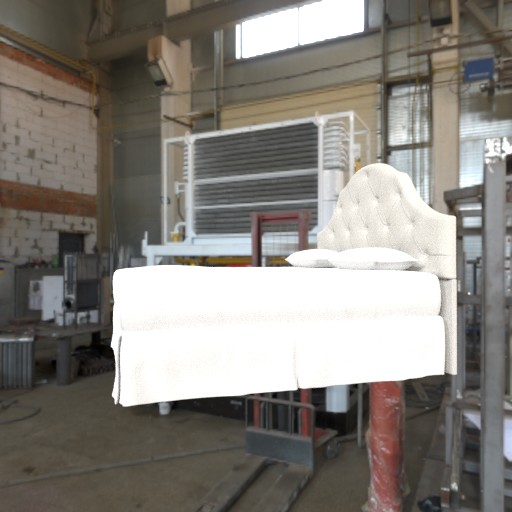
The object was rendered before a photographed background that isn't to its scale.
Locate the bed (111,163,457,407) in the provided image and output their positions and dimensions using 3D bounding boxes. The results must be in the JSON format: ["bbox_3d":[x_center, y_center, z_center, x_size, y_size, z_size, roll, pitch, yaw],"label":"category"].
[{"bbox_3d":[0.000,0.000,3.575,2.214,1.615,2.008,0,0,-18],"label":"bed"}]
